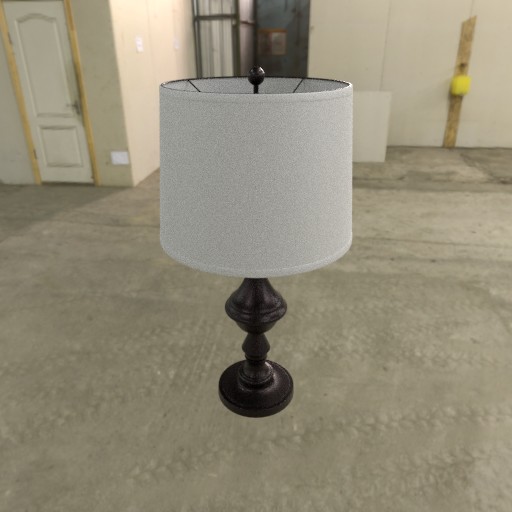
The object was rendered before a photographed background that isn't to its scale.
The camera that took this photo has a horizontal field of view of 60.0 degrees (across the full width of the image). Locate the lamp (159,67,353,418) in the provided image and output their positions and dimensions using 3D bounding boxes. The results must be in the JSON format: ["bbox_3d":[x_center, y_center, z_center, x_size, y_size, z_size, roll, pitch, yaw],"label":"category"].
[{"bbox_3d":[0.000,0.000,0.924,0.383,0.726,0.383,0,26,0],"label":"lamp"}]
